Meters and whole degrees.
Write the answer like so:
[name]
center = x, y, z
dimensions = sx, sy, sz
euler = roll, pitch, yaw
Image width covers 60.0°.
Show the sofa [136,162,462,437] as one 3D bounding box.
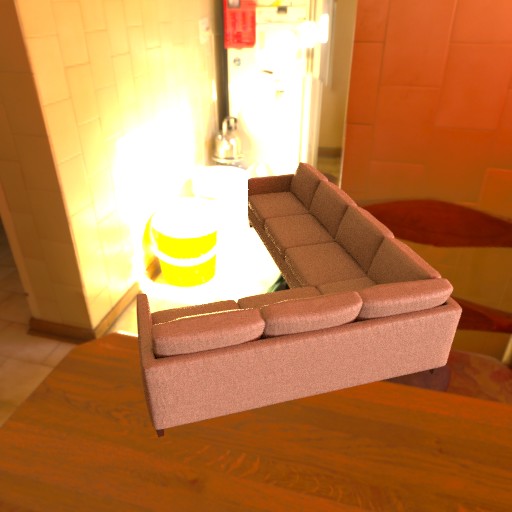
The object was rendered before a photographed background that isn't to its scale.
[sofa]
center = 0.000, 0.000, 4.685
dimensions = 2.522, 0.934, 3.333
euler = -8, 31, -13
